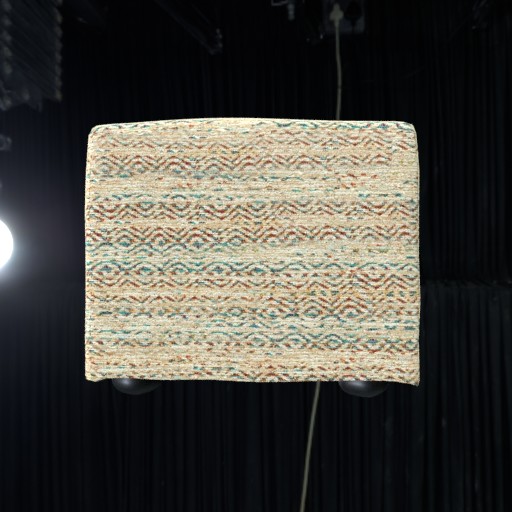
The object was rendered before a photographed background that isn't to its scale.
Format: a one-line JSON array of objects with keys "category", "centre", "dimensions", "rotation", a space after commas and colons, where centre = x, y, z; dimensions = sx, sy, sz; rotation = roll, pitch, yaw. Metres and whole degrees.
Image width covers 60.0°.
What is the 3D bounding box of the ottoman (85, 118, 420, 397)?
[{"category": "ottoman", "centre": [0.000, 0.000, 0.912], "dimensions": [0.512, 0.453, 0.521], "rotation": [0, 0, 2]}]
